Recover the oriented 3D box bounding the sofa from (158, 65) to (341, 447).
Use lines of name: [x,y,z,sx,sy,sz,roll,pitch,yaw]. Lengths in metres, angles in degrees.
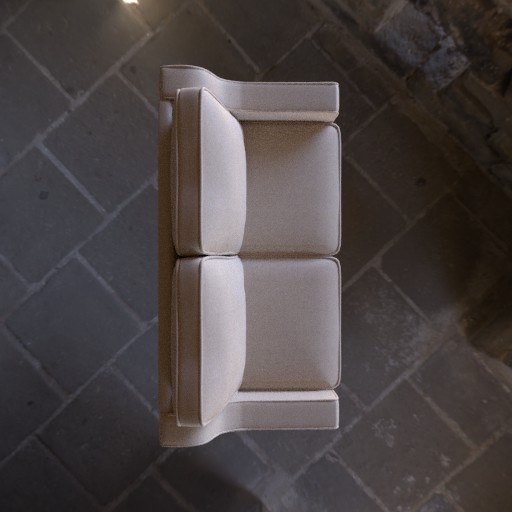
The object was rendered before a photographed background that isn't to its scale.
sofa: [0.000,0.000,3.491,1.351,1.562,2.587,0,90,-1]
